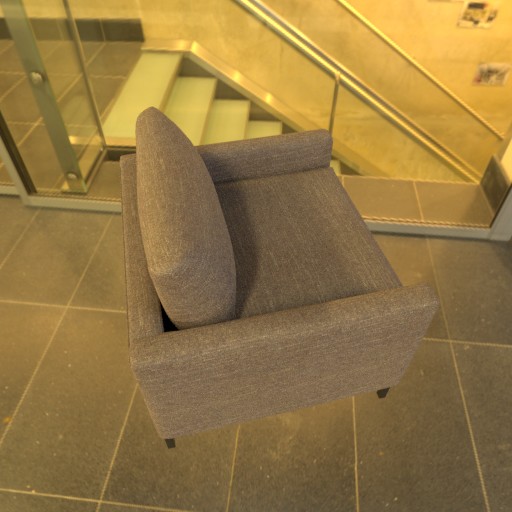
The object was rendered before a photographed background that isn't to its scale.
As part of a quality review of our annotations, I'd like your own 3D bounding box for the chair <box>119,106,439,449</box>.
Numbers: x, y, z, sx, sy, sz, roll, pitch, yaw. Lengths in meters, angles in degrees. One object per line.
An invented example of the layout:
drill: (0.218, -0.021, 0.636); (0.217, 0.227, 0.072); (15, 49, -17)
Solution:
chair: (0.000, 0.000, 1.560); (0.845, 0.841, 0.940); (-10, 47, -9)
